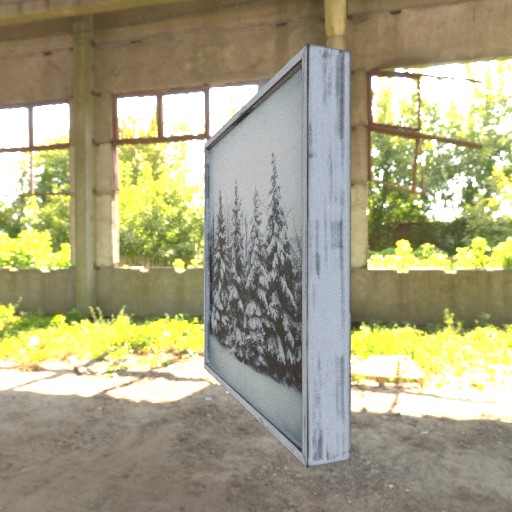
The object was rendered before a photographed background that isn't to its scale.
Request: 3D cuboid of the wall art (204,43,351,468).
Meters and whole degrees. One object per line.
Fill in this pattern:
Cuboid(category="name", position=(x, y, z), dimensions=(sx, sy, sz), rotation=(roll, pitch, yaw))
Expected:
Cuboid(category="wall art", position=(0.000, 0.000, 0.464), dimensions=(0.036, 0.303, 0.303), rotation=(0, 0, -21))
